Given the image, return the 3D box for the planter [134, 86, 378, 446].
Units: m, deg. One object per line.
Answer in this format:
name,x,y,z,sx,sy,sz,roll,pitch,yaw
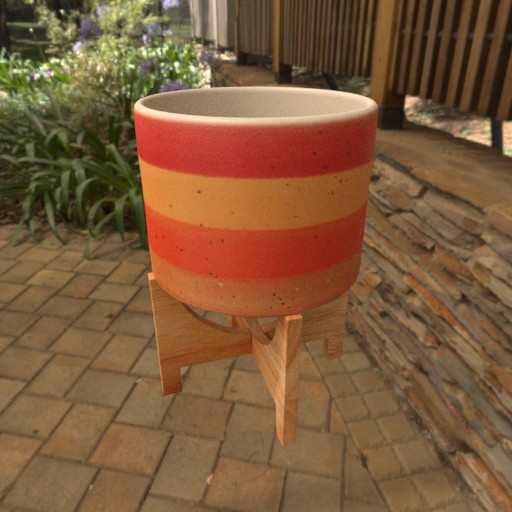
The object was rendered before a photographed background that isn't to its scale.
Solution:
planter,0.000,0.000,0.562,0.269,0.379,0.269,0,27,0
